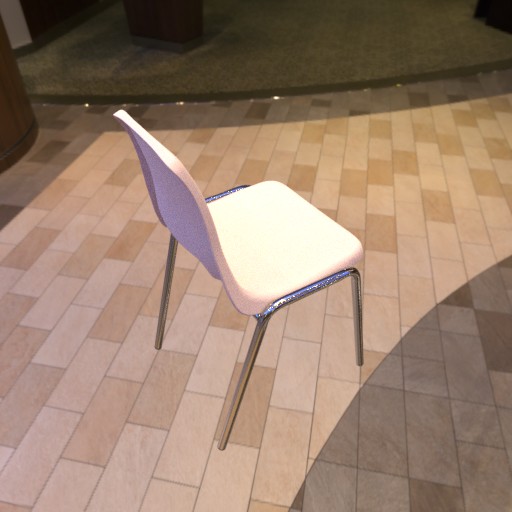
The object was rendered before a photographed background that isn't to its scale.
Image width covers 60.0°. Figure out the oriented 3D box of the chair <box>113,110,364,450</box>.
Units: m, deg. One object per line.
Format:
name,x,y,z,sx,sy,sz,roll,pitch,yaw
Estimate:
chair,0.000,0.000,0.964,0.436,0.704,0.381,-24,47,-25
